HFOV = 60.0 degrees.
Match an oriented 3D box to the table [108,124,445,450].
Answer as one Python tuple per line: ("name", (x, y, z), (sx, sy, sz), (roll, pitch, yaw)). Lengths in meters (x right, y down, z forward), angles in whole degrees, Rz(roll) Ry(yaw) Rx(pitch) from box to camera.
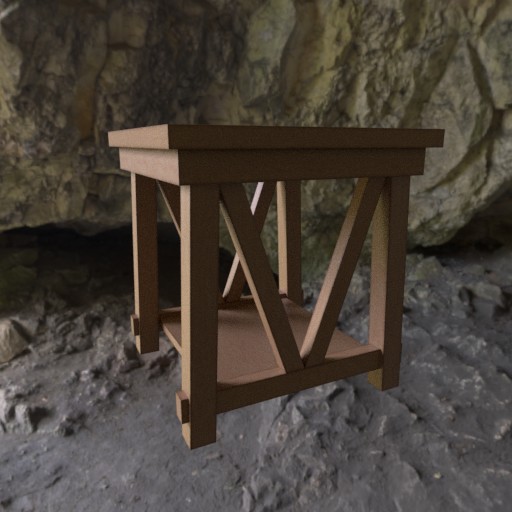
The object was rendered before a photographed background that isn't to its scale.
("table", (0.000, 0.000, 1.172), (0.612, 0.638, 0.610), (-7, 16, -25))
